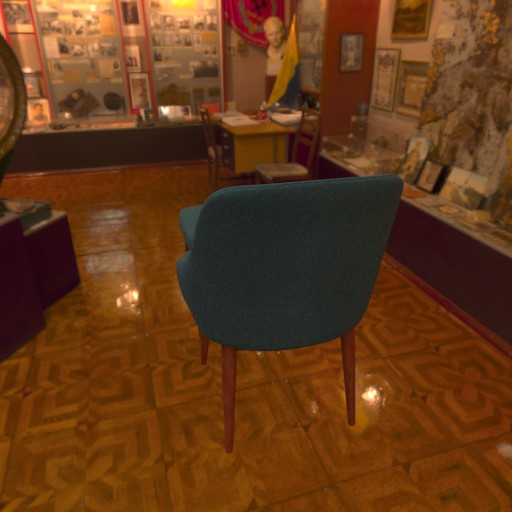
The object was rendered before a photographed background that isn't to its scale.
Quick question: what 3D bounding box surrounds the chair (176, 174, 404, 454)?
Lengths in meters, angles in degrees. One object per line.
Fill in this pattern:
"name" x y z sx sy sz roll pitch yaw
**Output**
"chair" 0.000 0.000 1.580 0.584 0.866 1.114 -7 27 -14
